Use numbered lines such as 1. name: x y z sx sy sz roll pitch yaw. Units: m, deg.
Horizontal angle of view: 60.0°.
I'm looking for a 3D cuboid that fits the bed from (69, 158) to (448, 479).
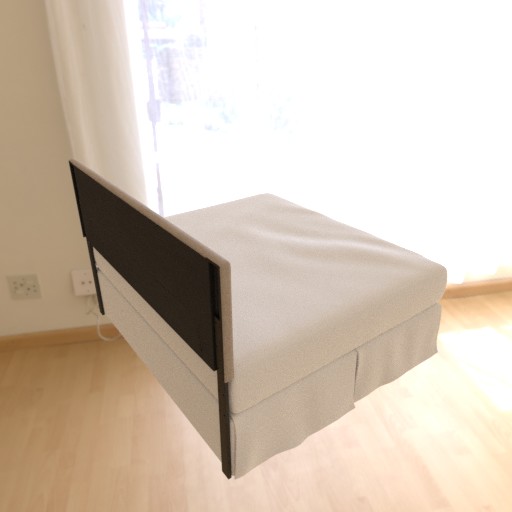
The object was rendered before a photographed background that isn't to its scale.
1. bed: 0.000 0.000 3.341 1.914 1.346 2.170 -19 32 -32
